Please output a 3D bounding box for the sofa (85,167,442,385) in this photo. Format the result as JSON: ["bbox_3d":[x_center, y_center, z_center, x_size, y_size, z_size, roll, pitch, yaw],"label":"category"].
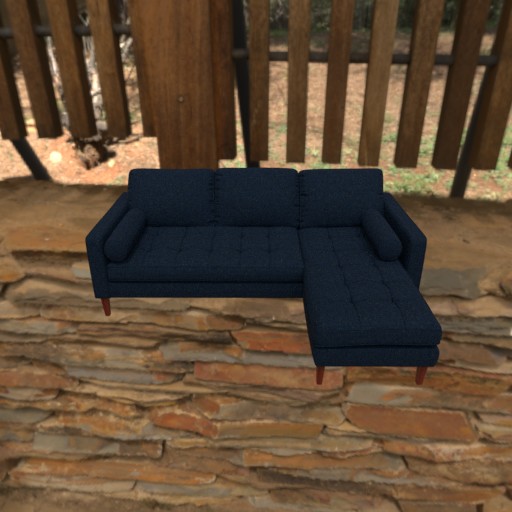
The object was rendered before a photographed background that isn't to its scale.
[{"bbox_3d":[0.000,0.000,2.948,2.185,0.841,1.613,0,27,0],"label":"sofa"}]
